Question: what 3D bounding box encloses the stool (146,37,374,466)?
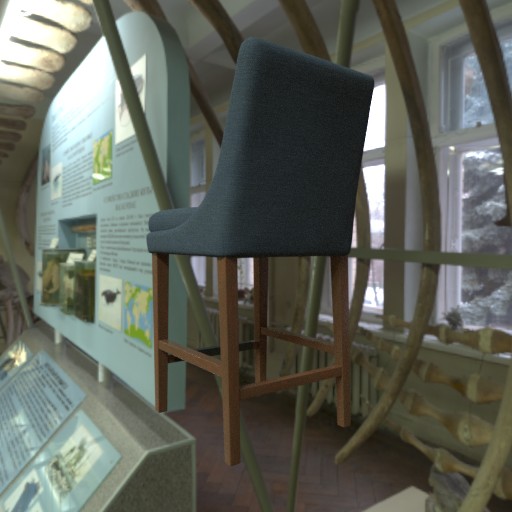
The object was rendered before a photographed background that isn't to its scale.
[{"bbox_3d":[0.000,0.000,1.303,0.470,0.981,0.577,-1,2,-36],"label":"stool"}]
